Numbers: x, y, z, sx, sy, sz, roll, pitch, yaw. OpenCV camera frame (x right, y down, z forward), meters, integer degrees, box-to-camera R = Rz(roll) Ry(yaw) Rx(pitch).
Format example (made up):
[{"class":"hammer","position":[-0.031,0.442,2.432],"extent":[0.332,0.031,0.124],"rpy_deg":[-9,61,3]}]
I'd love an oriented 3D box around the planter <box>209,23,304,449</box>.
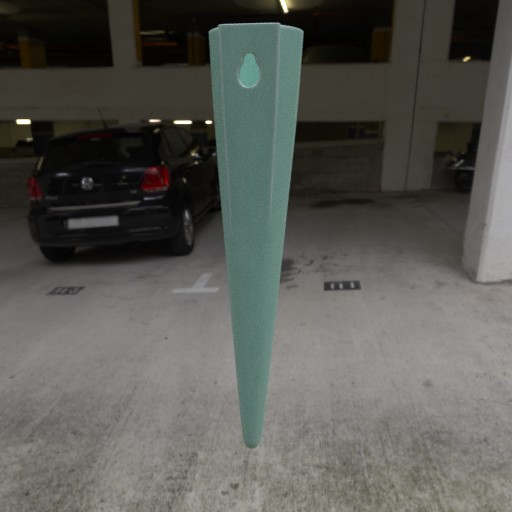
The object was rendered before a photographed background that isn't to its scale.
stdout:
[{"class":"planter","position":[0.000,0.000,0.292],"extent":[0.054,0.268,0.055],"rpy_deg":[2,17,7]}]
